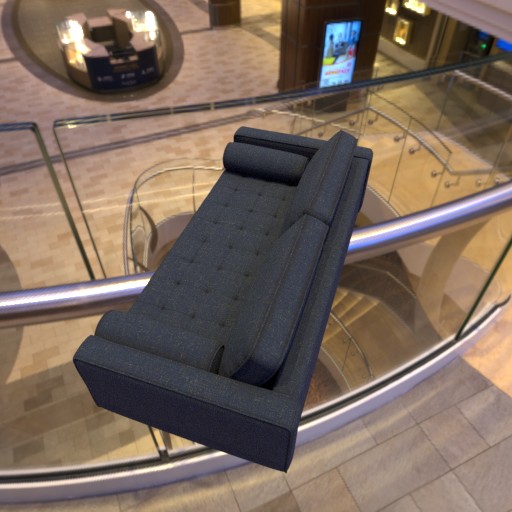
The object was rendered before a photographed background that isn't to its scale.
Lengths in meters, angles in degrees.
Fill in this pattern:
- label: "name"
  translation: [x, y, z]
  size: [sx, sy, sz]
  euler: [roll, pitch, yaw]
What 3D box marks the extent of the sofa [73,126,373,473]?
- label: "sofa"
  translation: [0.000, 0.000, 2.355]
  size: [0.914, 0.762, 1.880]
  euler: [14, 47, 13]
